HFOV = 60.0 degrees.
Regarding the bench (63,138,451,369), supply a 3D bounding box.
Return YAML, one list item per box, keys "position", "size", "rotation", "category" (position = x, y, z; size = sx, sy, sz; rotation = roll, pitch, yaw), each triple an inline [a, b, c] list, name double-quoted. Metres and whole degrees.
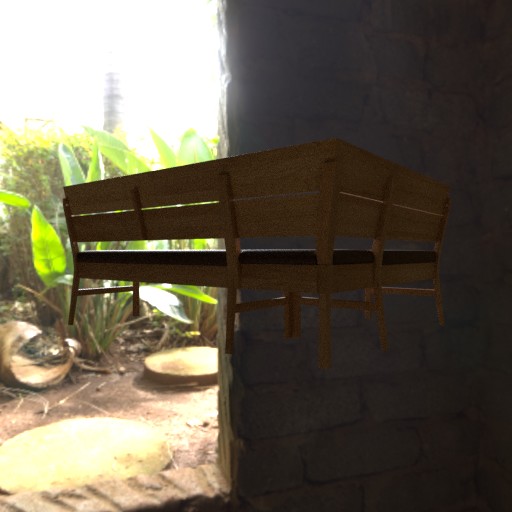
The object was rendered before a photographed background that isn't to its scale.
- position: [0.000, 0.000, 2.827]
  size: [1.975, 0.890, 1.549]
  rotation: [0, 1, 37]
  category: "bench"
